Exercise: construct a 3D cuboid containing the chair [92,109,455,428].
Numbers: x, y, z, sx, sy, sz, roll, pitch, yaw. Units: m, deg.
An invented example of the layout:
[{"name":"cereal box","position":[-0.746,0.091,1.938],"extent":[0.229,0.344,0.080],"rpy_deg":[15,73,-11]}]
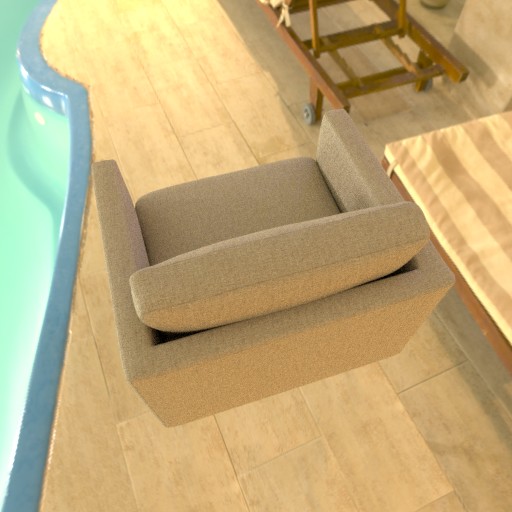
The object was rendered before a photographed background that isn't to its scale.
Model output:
[{"name":"chair","position":[0.000,0.000,1.824],"extent":[1.107,0.961,0.959],"rpy_deg":[-15,59,-9]}]
